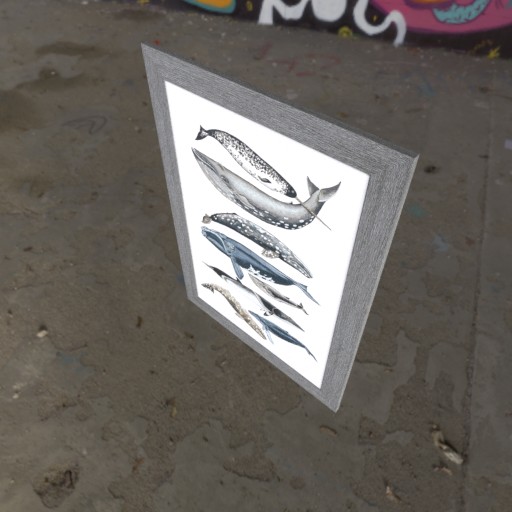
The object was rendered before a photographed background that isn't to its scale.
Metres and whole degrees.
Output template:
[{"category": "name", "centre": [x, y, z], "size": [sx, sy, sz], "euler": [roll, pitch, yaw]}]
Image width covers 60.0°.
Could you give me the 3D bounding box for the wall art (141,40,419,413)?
[{"category": "wall art", "centre": [0.000, 0.000, 1.357], "size": [0.768, 1.070, 0.020], "euler": [33, 55, 27]}]
